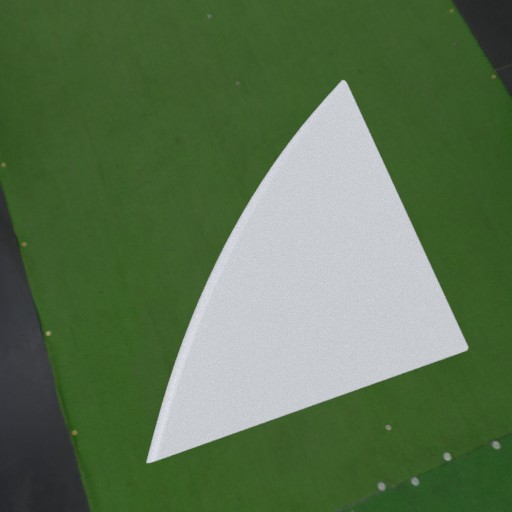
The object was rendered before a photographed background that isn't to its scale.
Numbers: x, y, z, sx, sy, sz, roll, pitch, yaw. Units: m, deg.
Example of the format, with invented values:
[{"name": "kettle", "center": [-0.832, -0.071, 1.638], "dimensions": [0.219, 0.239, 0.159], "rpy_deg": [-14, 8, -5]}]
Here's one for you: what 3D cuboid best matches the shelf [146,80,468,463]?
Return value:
[{"name": "shelf", "center": [0.000, 0.000, 0.456], "dimensions": [0.310, 0.050, 0.310], "rpy_deg": [-19, 76, -5]}]
